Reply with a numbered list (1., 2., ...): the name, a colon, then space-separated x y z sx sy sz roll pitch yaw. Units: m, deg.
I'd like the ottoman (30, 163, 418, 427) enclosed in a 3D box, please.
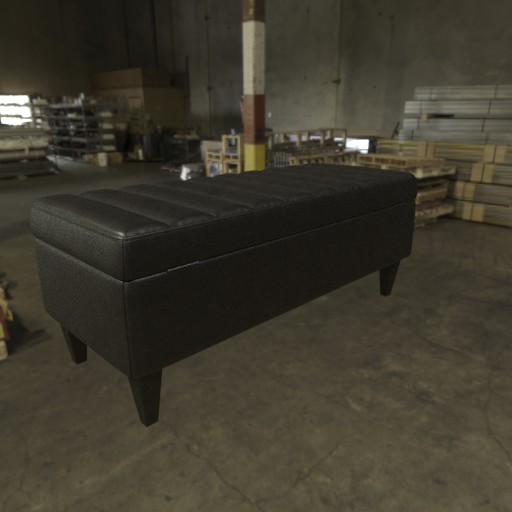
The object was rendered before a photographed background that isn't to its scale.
1. ottoman: 0.000 0.000 1.385 1.151 0.469 0.482 -17 25 -42
